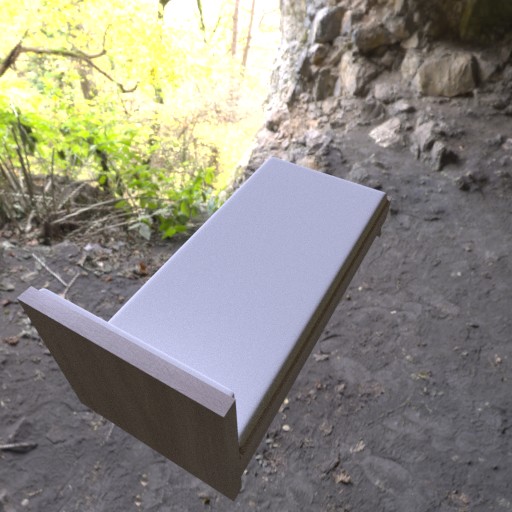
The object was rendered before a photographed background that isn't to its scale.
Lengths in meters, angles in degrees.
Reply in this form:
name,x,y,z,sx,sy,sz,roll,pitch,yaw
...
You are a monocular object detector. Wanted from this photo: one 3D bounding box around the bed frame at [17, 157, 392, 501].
name,x,y,z,sx,sy,sz,roll,pitch,yaw
bed frame,0.000,0.000,2.585,0.990,0.920,2.140,22,50,20
